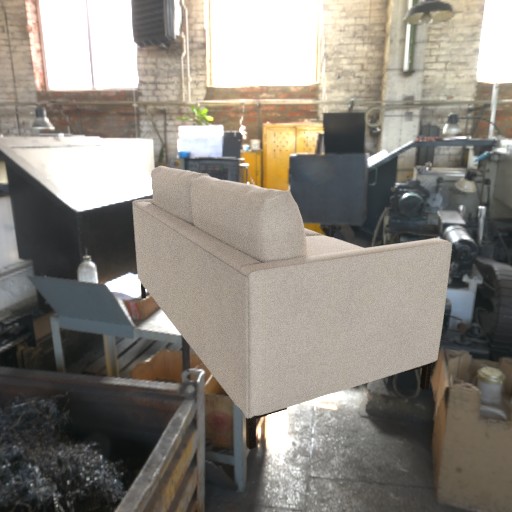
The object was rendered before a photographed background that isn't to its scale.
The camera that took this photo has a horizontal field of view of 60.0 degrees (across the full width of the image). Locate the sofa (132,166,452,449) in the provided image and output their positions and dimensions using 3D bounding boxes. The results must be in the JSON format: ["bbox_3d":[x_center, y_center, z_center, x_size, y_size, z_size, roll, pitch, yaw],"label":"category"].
[{"bbox_3d":[0.000,0.000,2.234,0.875,0.840,1.682,-7,17,-26],"label":"sofa"}]
